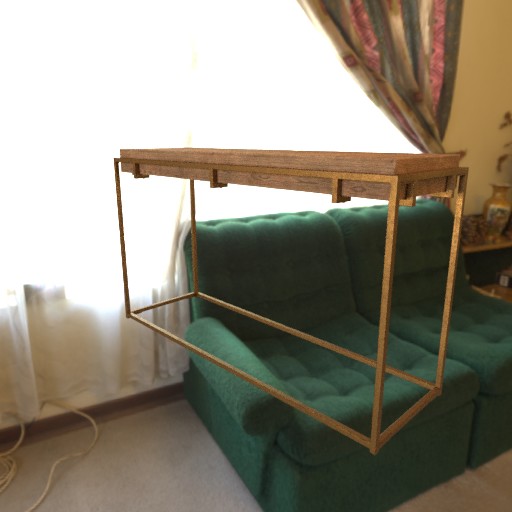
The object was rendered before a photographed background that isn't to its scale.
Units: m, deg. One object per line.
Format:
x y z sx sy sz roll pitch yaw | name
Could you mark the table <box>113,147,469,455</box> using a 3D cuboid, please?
0.000 0.000 1.777 0.440 0.820 1.400 -14 21 -43 | table
